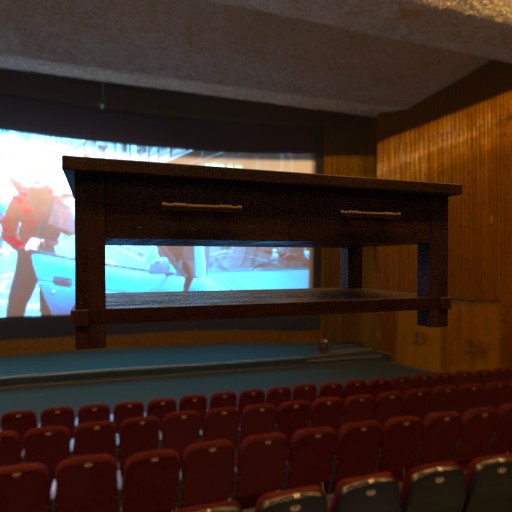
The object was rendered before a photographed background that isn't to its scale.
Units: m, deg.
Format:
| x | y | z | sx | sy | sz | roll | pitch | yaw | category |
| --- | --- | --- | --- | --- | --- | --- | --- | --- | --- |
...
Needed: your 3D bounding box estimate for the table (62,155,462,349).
| x | y | z | sx | sy | sz | roll | pitch | yaw | category |
| --- | --- | --- | --- | --- | --- | --- | --- | --- | --- |
| 0.000 | 0.000 | 1.637 | 1.270 | 0.494 | 0.700 | 0 | -1 | -20 | table |
